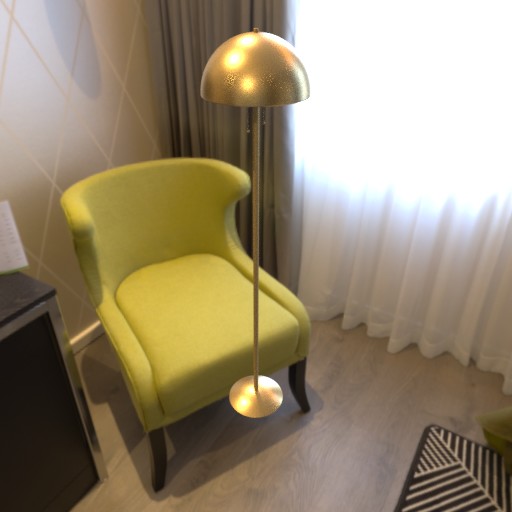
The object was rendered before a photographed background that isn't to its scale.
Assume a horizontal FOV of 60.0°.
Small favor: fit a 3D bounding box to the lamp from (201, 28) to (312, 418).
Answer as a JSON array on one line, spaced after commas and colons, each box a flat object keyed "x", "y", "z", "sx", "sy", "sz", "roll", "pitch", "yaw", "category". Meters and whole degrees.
[{"x": 0.000, "y": 0.000, "z": 1.615, "sx": 0.328, "sy": 1.480, "sz": 0.328, "roll": 1, "pitch": 32, "yaw": 1, "category": "lamp"}]
